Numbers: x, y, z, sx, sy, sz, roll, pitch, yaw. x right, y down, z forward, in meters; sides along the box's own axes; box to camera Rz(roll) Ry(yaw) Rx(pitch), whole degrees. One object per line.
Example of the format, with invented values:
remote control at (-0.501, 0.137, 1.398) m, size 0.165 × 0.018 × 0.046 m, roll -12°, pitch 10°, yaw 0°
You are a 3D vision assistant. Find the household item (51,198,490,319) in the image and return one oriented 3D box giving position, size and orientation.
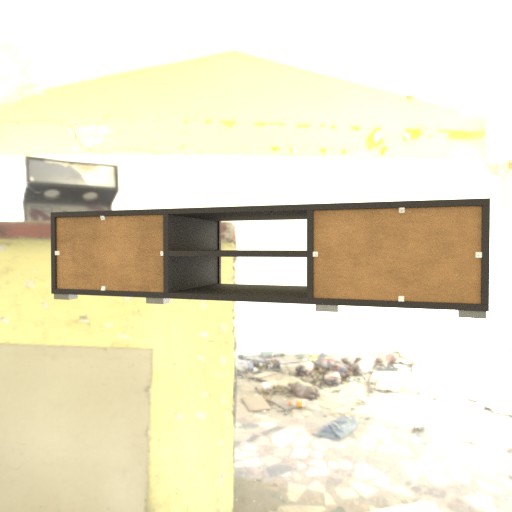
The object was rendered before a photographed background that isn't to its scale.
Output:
household item at (0.000, 0.000, 1.553) m, size 1.400 × 0.310 × 0.420 m, roll 0°, pitch 1°, yaw 19°
